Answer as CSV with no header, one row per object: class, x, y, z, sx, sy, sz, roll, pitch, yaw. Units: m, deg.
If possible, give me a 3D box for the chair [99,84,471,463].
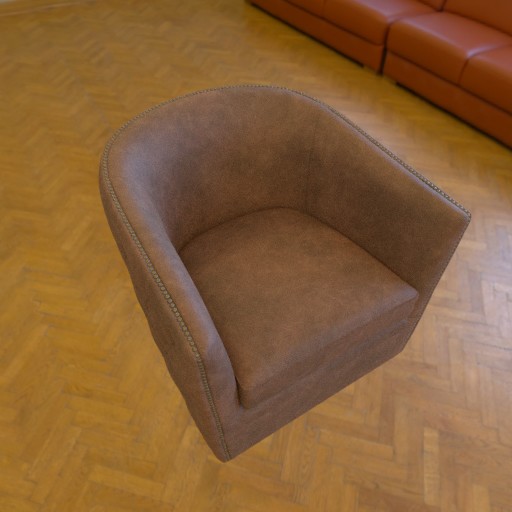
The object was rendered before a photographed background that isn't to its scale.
chair,0.000,0.000,1.487,0.850,0.790,0.870,-24,51,-21
